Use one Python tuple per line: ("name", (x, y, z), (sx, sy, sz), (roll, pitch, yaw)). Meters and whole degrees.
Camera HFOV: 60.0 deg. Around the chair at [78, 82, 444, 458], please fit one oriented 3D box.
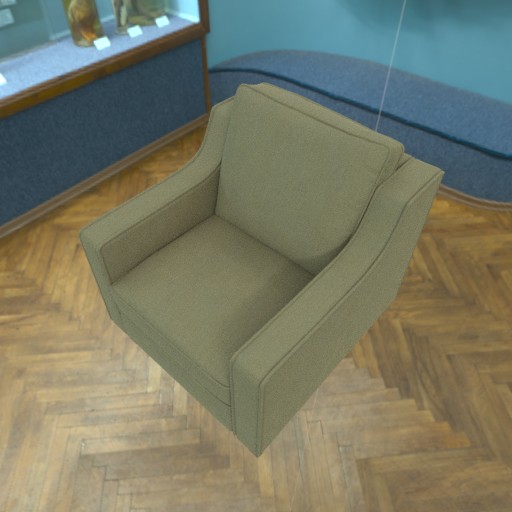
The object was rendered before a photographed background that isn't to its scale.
("chair", (0.000, 0.000, 1.629), (0.831, 0.960, 0.909), (34, 56, 27))
